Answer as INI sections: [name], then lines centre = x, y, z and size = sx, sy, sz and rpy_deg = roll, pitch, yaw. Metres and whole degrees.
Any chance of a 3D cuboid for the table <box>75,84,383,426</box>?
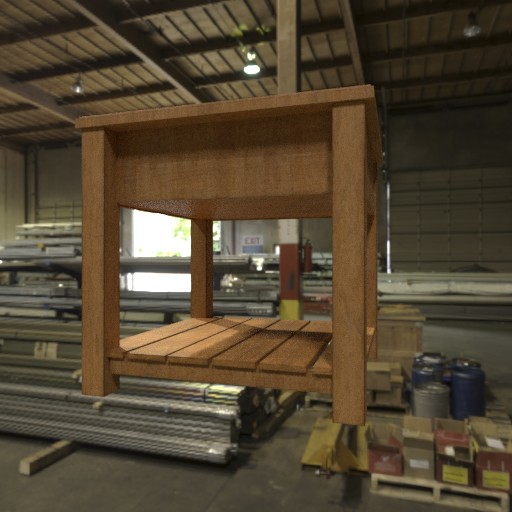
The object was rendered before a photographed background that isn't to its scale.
[table]
centre = 0.000, 0.000, 1.143
size = 0.616, 0.593, 0.612
rpy_deg = 0, 0, 17
